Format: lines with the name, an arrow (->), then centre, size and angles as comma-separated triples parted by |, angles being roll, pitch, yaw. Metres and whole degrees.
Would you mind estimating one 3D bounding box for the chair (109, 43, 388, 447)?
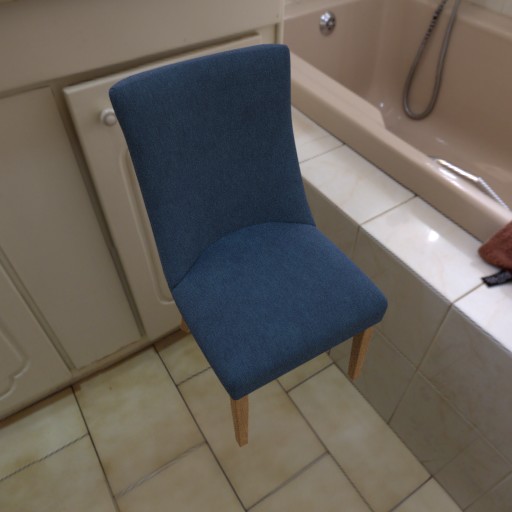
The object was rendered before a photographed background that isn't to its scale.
chair -> 0.000, 0.000, 1.239 | 0.495, 0.902, 0.609 | -23, 51, -20
